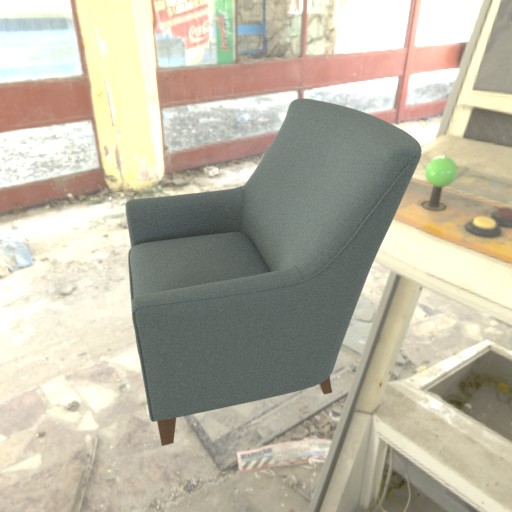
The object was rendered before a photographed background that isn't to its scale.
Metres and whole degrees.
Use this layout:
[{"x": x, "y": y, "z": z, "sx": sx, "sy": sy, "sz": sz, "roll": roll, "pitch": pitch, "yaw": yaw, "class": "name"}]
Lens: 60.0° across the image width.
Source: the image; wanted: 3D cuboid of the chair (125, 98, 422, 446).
[{"x": 0.000, "y": 0.000, "z": 1.557, "sx": 0.879, "sy": 0.916, "sz": 0.756, "roll": -8, "pitch": 31, "yaw": -14, "class": "chair"}]
